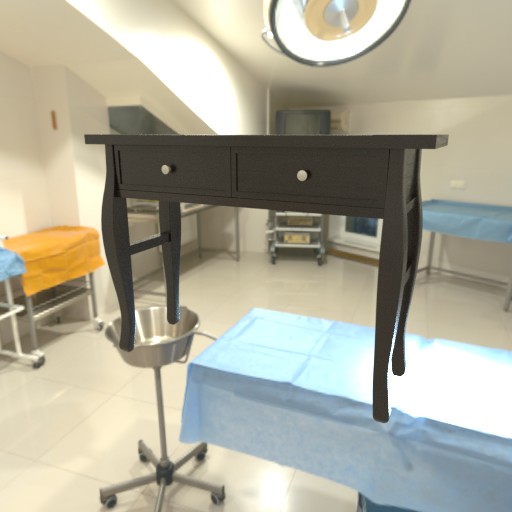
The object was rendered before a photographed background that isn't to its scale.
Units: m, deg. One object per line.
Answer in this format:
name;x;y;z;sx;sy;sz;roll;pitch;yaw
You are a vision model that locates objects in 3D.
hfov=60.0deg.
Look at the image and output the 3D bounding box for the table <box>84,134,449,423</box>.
table;0.000;0.000;1.453;1.062;0.768;0.373;8;17;26
